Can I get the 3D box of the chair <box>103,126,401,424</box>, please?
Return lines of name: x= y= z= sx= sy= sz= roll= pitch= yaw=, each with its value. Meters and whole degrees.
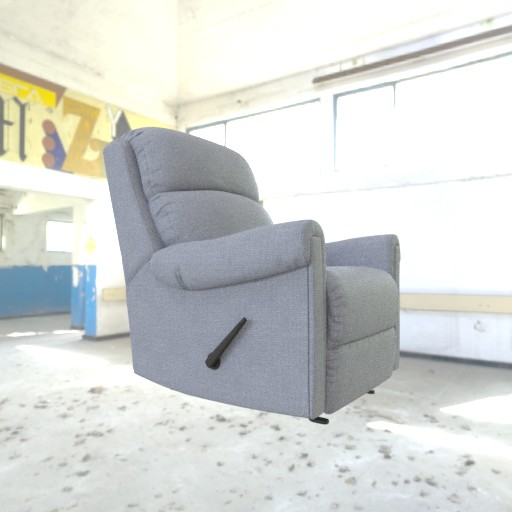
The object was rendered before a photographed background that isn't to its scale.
chair: x=0.000 y=0.000 z=1.789 sx=1.014 sy=1.054 sz=0.838 roll=-1 pitch=-1 yaw=35
